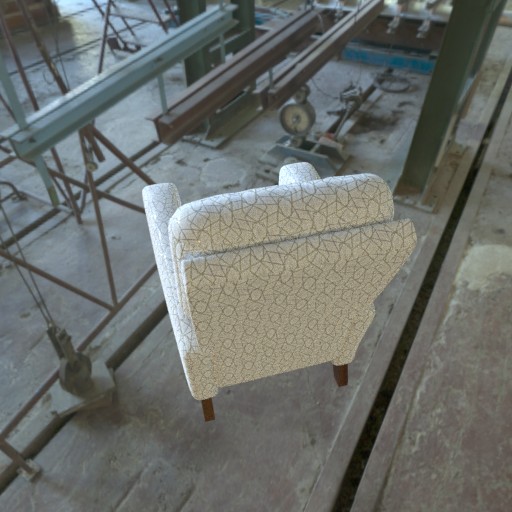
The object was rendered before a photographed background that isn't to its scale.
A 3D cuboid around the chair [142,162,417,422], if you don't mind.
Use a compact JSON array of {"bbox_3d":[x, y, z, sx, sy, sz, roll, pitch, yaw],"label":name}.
[{"bbox_3d":[0.000,0.000,1.768,0.796,1.064,0.995,-11,44,-11],"label":"chair"}]
